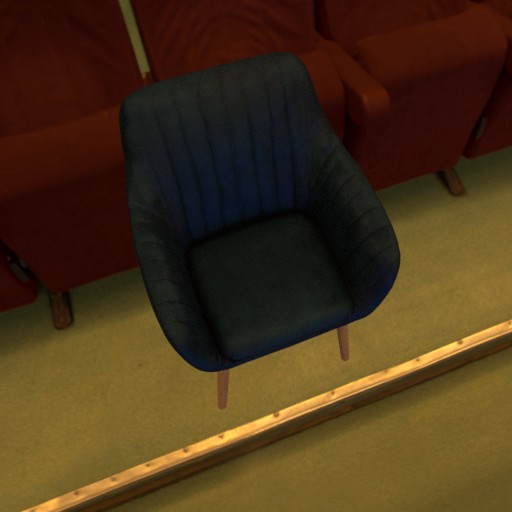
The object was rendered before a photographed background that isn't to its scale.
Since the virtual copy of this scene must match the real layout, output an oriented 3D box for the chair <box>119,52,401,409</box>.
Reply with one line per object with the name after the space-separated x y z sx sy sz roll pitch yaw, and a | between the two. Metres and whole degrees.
0.000 0.000 1.225 0.578 0.826 0.573 -19 64 -9 | chair
